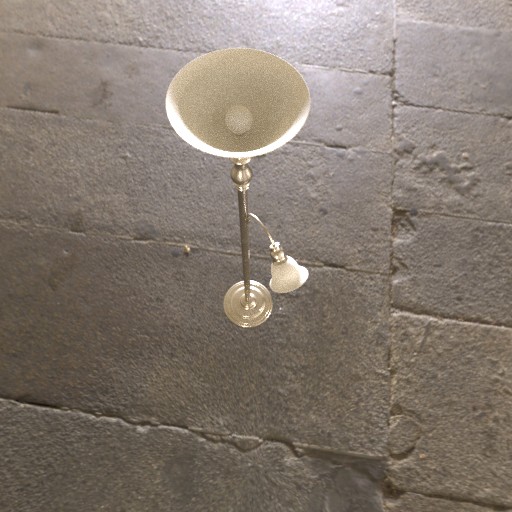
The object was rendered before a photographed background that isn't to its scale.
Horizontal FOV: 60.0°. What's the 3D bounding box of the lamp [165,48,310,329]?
[{"bbox_3d":[0.000,0.000,2.020,0.405,1.785,0.575,-34,69,-15],"label":"lamp"}]
